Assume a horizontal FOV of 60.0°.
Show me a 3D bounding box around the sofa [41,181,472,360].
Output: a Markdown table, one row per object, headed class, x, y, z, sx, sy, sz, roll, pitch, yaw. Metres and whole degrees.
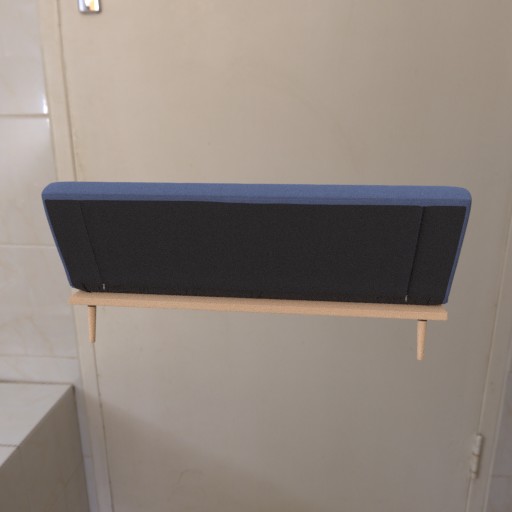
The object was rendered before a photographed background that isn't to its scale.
| class | x | y | z | sx | sy | sz | roll | pitch | yaw |
| --- | --- | --- | --- | --- | --- | --- | --- | --- | --- |
| sofa | 0.000 | 0.000 | 2.262 | 1.800 | 0.800 | 0.796 | 2 | 15 | 6 |
